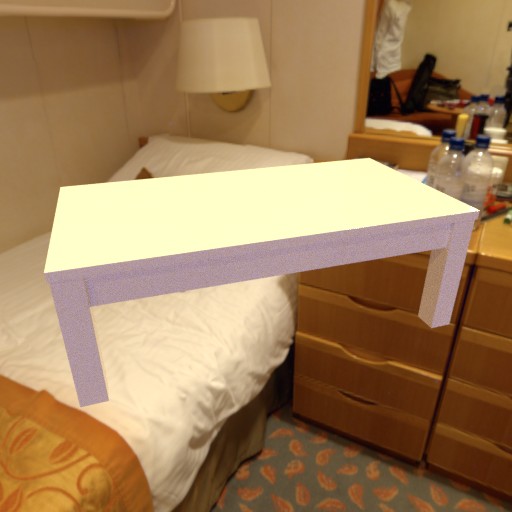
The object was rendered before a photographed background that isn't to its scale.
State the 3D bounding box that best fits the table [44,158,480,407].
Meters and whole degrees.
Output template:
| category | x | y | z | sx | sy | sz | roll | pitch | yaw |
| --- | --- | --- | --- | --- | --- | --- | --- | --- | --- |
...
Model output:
| category | x | y | z | sx | sy | sz | roll | pitch | yaw |
| --- | --- | --- | --- | --- | --- | --- | --- | --- | --- |
| table | 0.000 | 0.000 | 1.701 | 1.350 | 0.470 | 0.700 | -9 | 29 | -16 |
